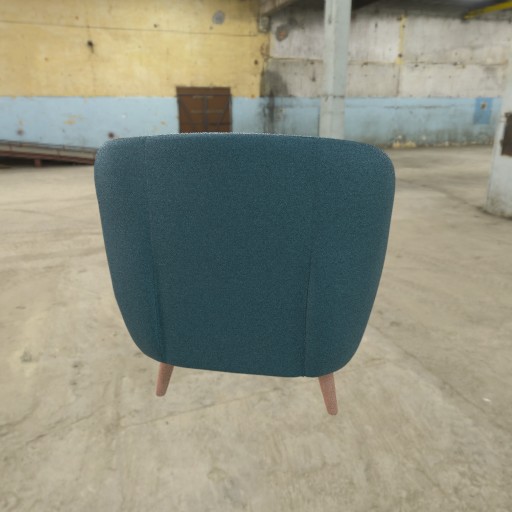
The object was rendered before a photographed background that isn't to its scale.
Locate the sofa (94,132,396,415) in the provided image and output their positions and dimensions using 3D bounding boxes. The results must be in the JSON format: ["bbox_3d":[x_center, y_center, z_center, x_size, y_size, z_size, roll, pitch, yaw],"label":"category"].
[{"bbox_3d":[0.000,0.000,1.475,0.836,0.817,0.825,3,18,9],"label":"sofa"}]
